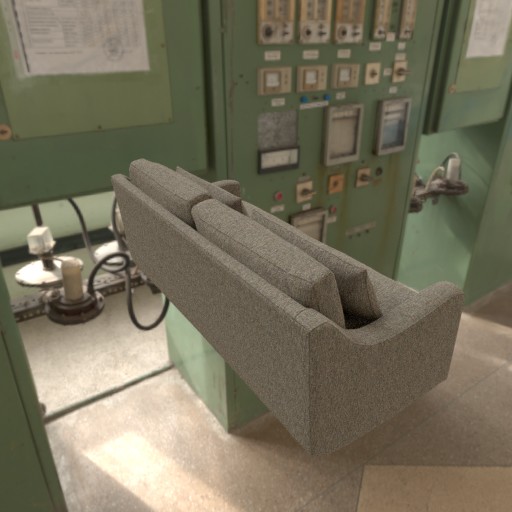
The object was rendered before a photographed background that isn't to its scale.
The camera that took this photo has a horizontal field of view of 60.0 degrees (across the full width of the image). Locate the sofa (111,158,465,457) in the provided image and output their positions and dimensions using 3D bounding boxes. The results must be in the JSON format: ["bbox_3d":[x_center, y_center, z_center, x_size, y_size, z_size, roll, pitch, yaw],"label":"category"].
[{"bbox_3d":[0.000,0.000,2.939,1.103,0.998,2.418,-17,31,-30],"label":"sofa"}]
